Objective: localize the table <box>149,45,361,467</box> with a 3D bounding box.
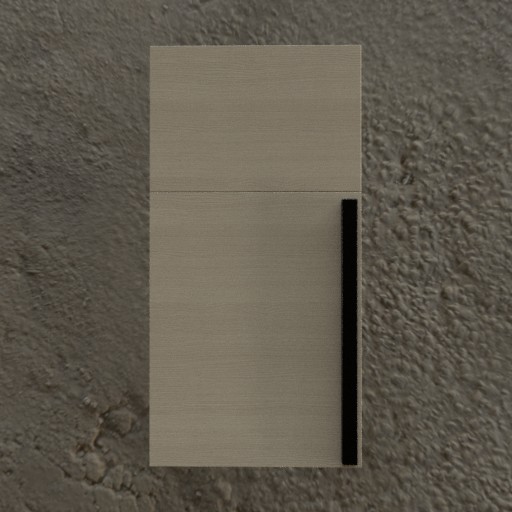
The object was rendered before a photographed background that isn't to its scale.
[{"bbox_3d":[0.000,0.000,0.783,0.322,0.242,0.644,0,90,1],"label":"table"}]
